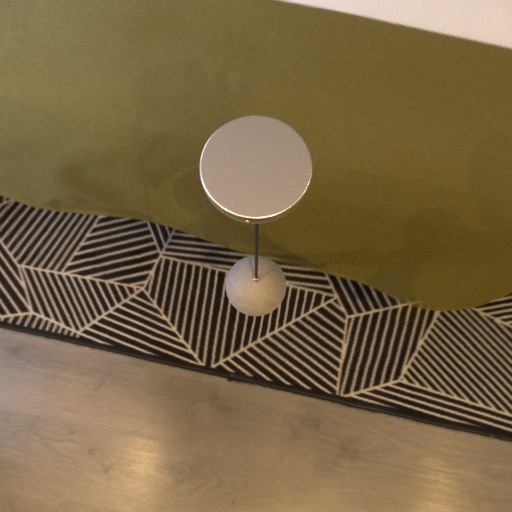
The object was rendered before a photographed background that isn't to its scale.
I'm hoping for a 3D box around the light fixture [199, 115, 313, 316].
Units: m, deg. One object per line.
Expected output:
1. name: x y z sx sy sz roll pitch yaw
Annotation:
1. light fixture: 0.000 0.000 0.830 0.153 0.760 0.153 -18 76 -5
